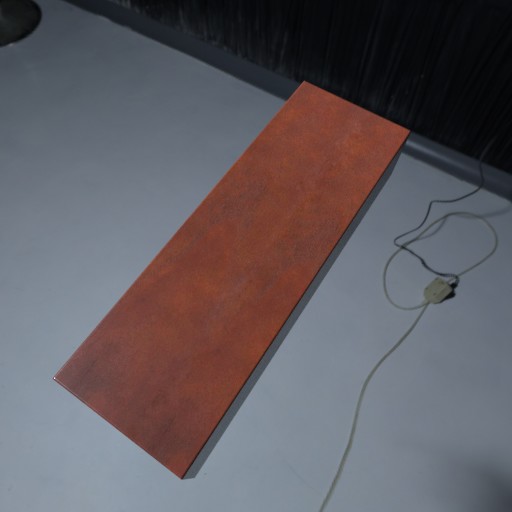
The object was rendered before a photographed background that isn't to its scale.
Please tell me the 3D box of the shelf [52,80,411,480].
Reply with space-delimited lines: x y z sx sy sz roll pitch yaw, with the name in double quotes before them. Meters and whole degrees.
"shelf" 0.000 0.000 0.517 0.152 0.088 0.457 31 68 14
